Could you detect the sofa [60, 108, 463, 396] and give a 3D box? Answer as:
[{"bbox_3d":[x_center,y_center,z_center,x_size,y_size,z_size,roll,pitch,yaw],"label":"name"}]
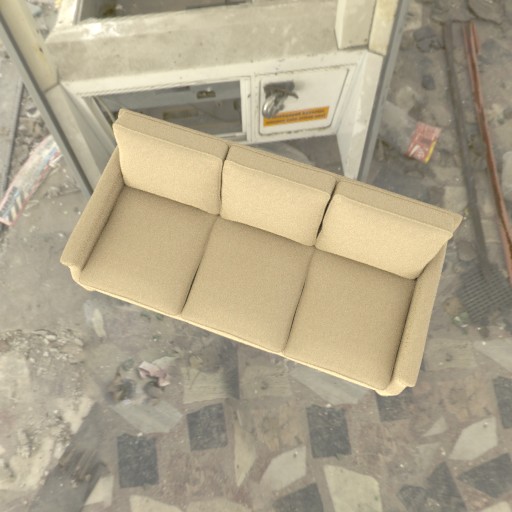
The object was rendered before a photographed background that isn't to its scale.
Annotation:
[{"bbox_3d":[0.000,0.000,2.849,2.246,1.003,1.084,19,75,5],"label":"sofa"}]
